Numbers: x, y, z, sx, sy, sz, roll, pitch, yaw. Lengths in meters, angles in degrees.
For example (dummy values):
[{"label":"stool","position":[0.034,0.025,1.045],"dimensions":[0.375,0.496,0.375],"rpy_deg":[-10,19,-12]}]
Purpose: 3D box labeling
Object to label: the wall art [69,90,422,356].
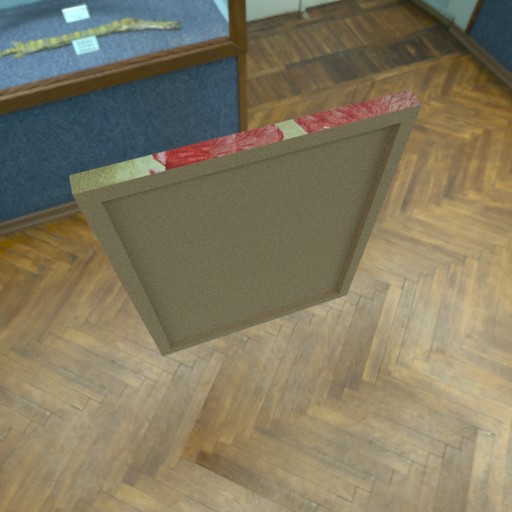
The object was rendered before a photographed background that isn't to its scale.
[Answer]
[{"label":"wall art","position":[0.000,0.000,0.710],"dimensions":[0.406,0.508,0.028],"rpy_deg":[-17,60,-10]}]
